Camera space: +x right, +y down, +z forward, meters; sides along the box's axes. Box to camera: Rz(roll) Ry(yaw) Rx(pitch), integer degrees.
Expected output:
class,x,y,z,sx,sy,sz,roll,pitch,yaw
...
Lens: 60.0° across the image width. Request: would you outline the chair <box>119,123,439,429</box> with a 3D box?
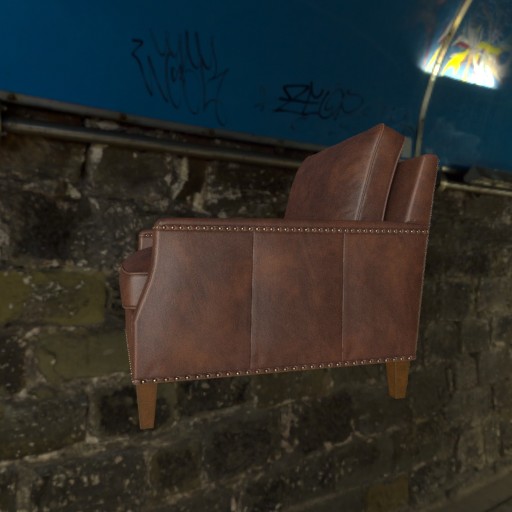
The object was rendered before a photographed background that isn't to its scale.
class,x,y,z,sx,sy,sz,roll,pitch,yaw
chair,0.000,0.000,1.719,1.014,0.929,0.853,0,1,-18
